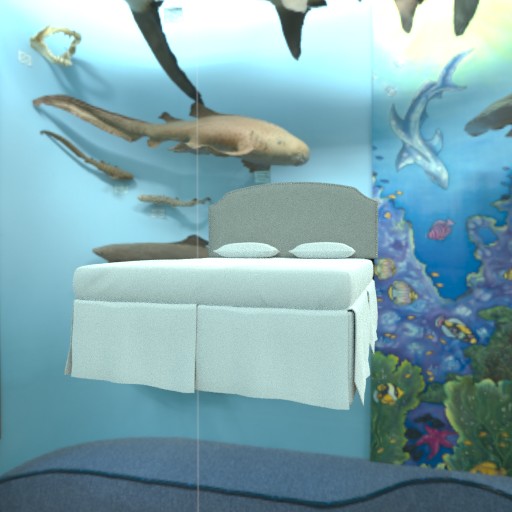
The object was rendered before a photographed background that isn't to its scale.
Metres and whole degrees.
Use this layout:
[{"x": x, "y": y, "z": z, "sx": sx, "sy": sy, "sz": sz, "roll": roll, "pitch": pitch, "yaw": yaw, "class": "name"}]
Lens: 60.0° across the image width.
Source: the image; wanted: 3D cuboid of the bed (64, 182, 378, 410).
[{"x": 0.000, "y": 0.000, "z": 3.009, "sx": 1.558, "sy": 1.270, "sz": 1.999, "roll": 0, "pitch": 1, "yaw": 18, "class": "bed"}]
